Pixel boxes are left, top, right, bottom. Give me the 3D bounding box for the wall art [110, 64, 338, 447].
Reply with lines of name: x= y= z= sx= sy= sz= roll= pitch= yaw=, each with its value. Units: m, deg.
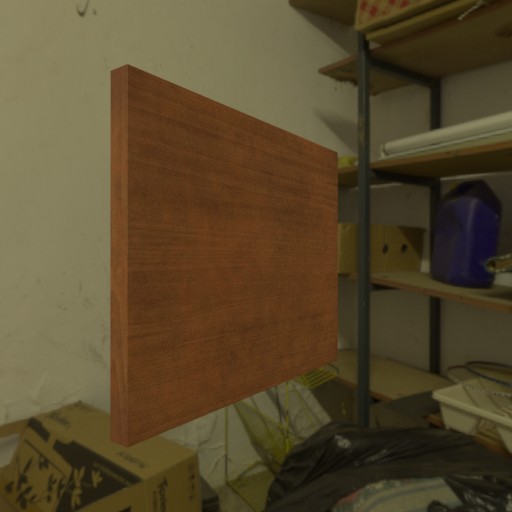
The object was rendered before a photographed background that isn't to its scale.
wall art: x=0.000 y=0.000 z=0.761 sx=0.033 sy=0.457 sz=0.558 roll=0 pitch=0 yaw=37
